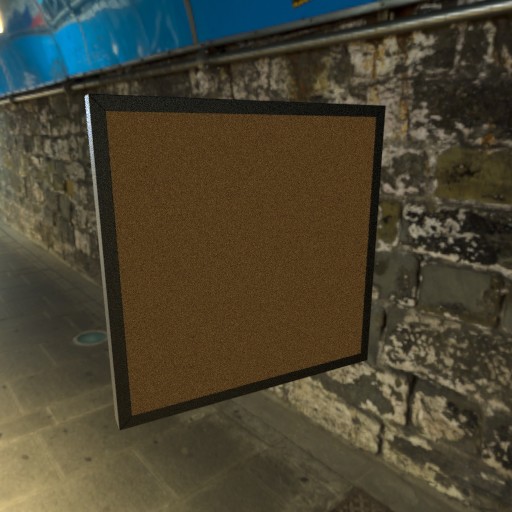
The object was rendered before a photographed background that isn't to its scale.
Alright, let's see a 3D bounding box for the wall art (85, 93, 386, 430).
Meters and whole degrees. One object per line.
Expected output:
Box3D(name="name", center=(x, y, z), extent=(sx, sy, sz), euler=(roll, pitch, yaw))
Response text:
Box3D(name="wall art", center=(0.000, 0.000, 0.768), extent=(0.508, 0.508, 0.036), euler=(-8, 17, -26))
